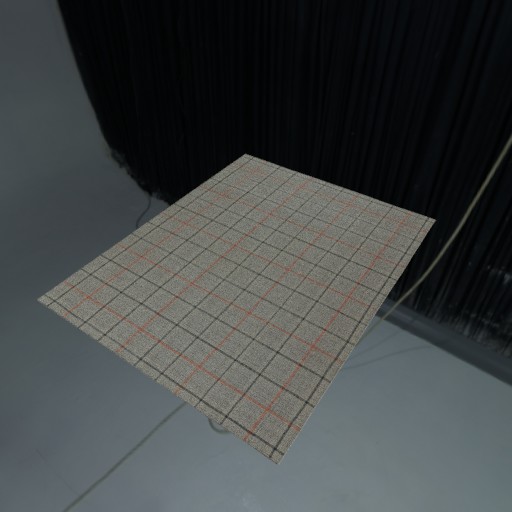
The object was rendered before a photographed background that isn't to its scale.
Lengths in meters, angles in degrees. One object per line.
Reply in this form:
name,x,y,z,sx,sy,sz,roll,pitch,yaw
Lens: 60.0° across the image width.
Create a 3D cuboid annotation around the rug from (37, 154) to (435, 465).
rug,0.000,0.000,4.197,2.444,0.012,3.048,25,47,25
